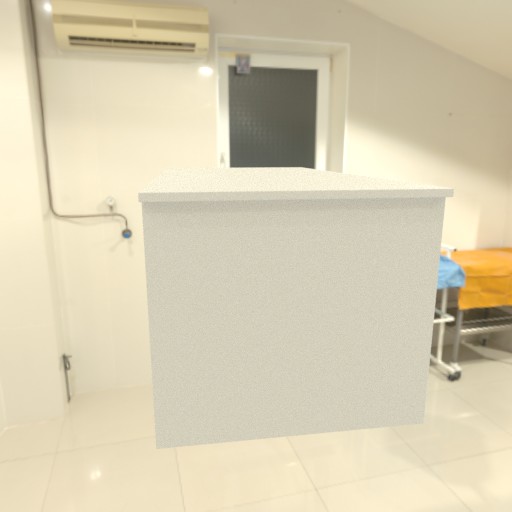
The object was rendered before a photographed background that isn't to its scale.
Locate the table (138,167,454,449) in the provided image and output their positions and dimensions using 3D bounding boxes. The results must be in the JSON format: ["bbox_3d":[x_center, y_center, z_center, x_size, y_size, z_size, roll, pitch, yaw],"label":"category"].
[{"bbox_3d":[0.000,0.000,1.215,0.500,0.441,1.000,-2,13,-8],"label":"table"}]
